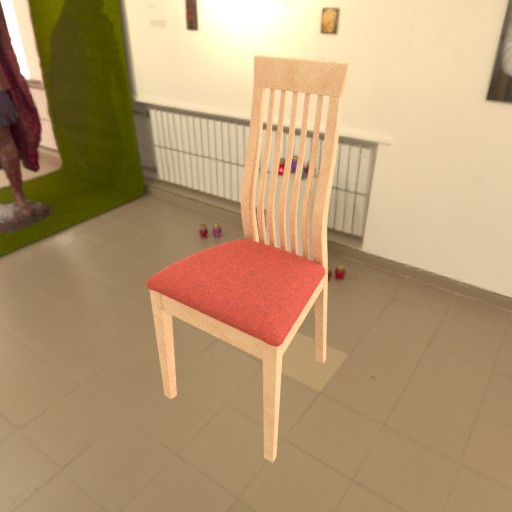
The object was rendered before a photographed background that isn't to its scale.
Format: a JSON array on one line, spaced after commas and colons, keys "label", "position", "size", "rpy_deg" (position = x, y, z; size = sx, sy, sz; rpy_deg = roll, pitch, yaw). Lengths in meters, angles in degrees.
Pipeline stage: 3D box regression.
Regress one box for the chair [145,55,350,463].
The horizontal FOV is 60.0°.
[{"label": "chair", "position": [0.000, 0.000, 1.296], "size": [0.460, 1.027, 0.474], "rpy_deg": [20, 35, 30]}]
